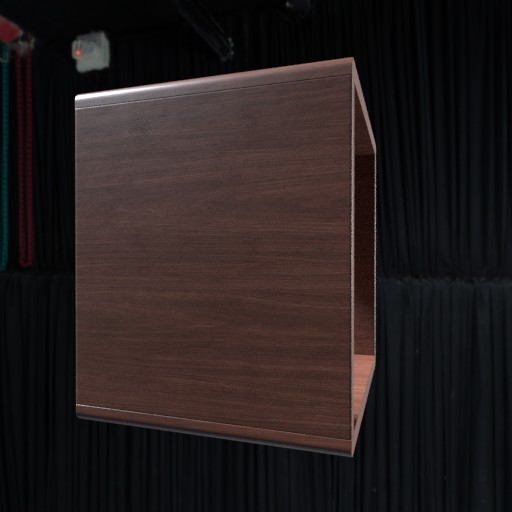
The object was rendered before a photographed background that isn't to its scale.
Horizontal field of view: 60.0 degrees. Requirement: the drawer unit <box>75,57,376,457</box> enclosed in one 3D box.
[{"bbox_3d":[0.000,0.000,0.593,0.290,0.351,0.349,0,1,18],"label":"drawer unit"}]
